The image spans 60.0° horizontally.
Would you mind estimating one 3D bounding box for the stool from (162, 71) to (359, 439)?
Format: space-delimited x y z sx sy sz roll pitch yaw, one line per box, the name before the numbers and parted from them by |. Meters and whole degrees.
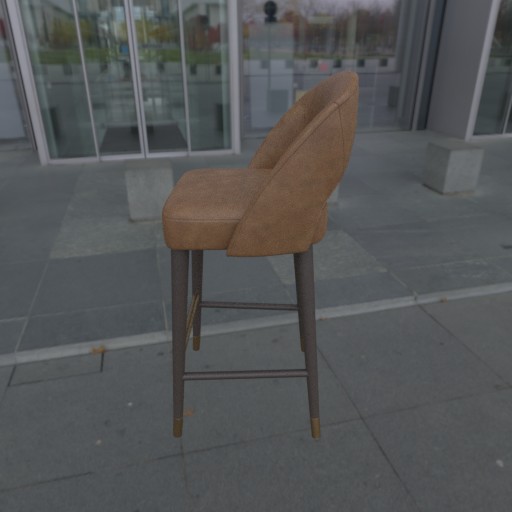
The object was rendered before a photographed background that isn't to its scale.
stool | 0.000 0.000 1.345 0.509 1.037 0.494 0 26 1
